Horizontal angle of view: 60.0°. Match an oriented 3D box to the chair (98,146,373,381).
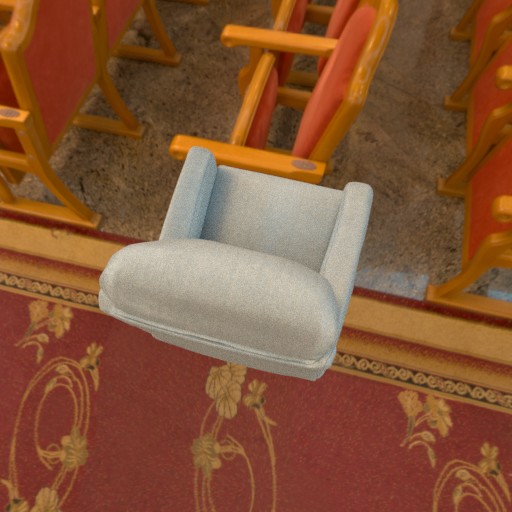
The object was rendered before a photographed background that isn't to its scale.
[{"bbox_3d":[0.000,0.000,1.663,0.794,1.016,0.940,13,63,7],"label":"chair"}]
